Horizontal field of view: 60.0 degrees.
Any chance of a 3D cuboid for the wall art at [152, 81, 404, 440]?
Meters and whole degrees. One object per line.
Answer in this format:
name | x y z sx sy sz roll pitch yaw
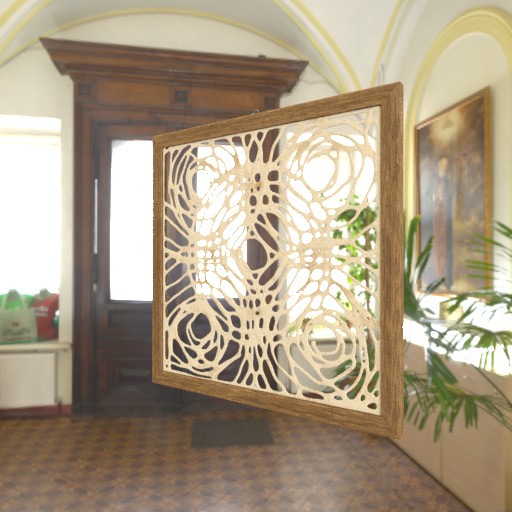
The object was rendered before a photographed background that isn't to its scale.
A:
wall art | 0.000 0.000 0.859 0.561 0.576 0.021 0 0 35
